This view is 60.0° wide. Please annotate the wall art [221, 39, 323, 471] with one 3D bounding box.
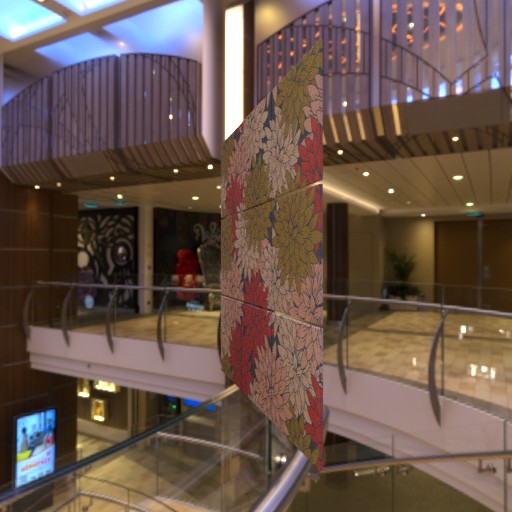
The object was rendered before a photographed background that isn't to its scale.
[{"bbox_3d":[0.000,0.000,2.298,0.013,1.534,1.519,0,0,-18],"label":"wall art"}]
